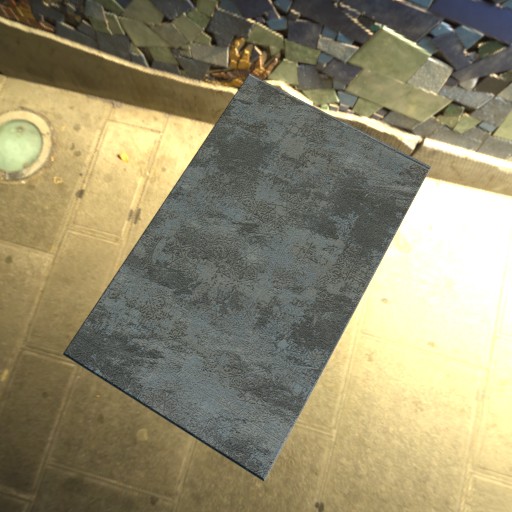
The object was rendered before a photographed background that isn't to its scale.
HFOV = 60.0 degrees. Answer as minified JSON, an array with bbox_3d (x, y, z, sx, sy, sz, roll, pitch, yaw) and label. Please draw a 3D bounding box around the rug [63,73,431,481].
[{"bbox_3d":[0.000,0.000,3.070,1.536,0.012,2.431,30,79,6],"label":"rug"}]
